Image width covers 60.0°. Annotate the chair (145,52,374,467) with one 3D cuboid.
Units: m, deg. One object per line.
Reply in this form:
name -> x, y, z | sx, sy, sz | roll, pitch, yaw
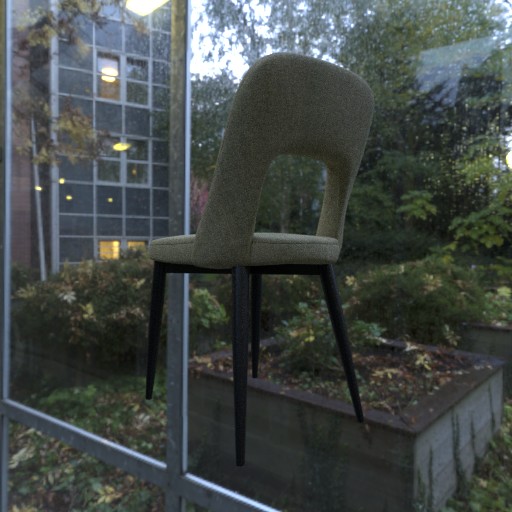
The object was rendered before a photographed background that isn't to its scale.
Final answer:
chair -> 0.000, 0.000, 1.288 | 0.470, 0.931, 0.612 | 0, 1, -36
